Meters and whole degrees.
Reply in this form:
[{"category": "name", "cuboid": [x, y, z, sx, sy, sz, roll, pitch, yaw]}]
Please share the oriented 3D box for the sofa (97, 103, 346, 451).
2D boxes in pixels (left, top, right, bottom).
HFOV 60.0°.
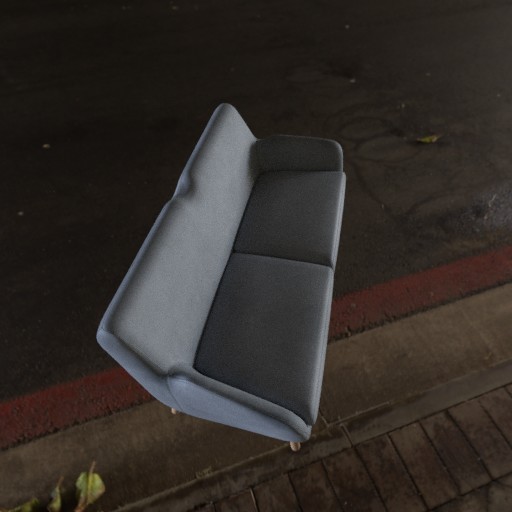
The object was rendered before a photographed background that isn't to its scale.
[{"category": "sofa", "cuboid": [0.000, 0.000, 2.349, 0.850, 0.810, 1.870, 9, 48, 8]}]
